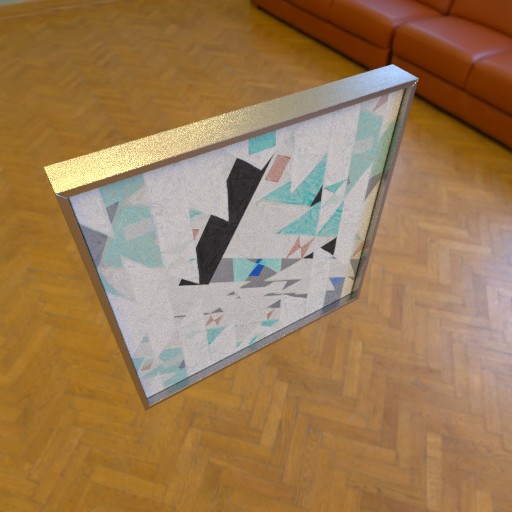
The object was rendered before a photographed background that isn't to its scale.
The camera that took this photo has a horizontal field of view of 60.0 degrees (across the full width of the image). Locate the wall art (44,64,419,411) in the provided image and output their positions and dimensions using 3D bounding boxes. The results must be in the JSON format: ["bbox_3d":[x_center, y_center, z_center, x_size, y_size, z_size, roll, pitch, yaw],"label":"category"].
[{"bbox_3d":[0.000,0.000,0.510,0.350,0.350,0.038,-24,51,-21],"label":"wall art"}]
